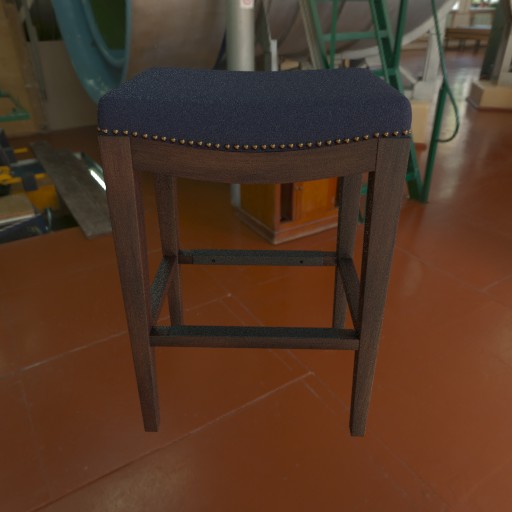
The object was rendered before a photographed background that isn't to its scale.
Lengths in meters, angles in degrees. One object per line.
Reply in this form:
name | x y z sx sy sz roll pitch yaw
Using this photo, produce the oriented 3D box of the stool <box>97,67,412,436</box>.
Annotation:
stool | 0.000 0.000 0.977 0.498 0.740 0.358 1 30 1
